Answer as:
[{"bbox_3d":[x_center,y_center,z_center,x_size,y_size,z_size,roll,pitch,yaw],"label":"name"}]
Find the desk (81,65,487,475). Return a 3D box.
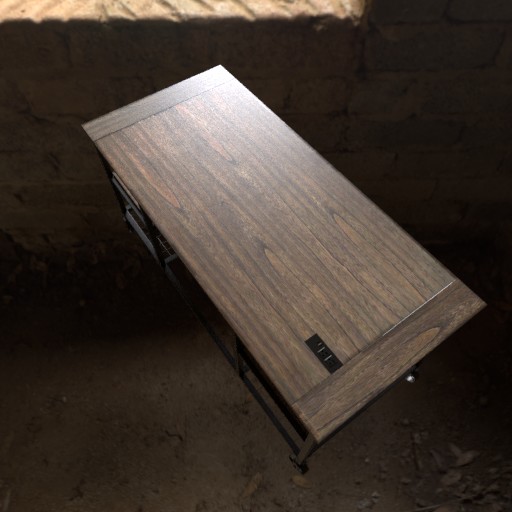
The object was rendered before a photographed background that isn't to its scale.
[{"bbox_3d":[0.000,0.000,1.970,0.711,0.751,1.590,-31,63,-18],"label":"desk"}]
